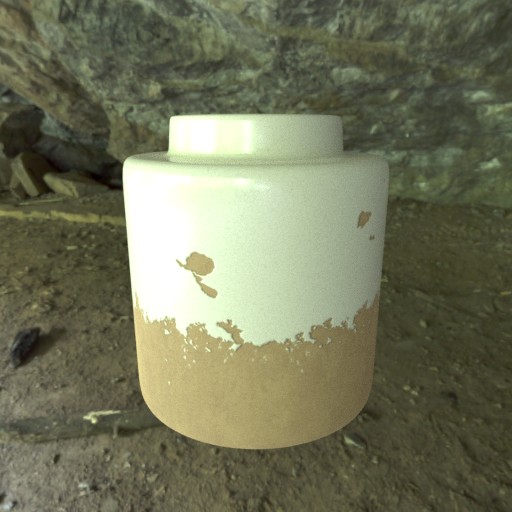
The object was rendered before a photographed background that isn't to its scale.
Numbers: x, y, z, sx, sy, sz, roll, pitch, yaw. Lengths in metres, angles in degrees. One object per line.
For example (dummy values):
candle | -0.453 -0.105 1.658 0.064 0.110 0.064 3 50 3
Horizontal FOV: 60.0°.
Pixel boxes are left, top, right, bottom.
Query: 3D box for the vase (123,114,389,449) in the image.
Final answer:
vase | 0.000 0.000 0.278 0.153 0.167 0.153 0 16 0
